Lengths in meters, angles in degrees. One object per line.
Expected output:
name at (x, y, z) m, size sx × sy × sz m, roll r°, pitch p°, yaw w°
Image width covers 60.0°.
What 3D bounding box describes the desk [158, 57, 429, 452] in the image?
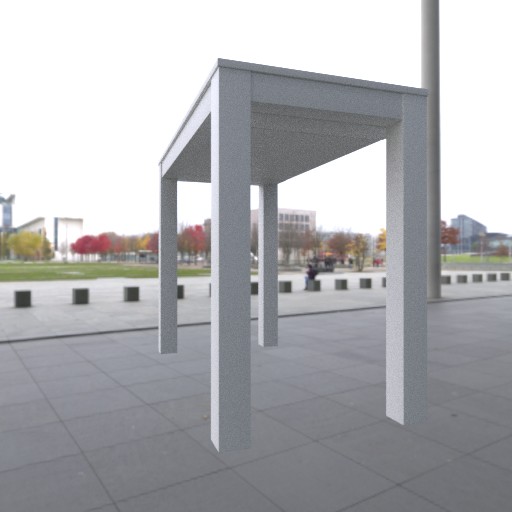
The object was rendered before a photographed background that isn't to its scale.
desk at (0.000, 0.000, 1.401) m, size 0.497 × 0.762 × 0.990 m, roll 0°, pitch 0°, yaw -19°
